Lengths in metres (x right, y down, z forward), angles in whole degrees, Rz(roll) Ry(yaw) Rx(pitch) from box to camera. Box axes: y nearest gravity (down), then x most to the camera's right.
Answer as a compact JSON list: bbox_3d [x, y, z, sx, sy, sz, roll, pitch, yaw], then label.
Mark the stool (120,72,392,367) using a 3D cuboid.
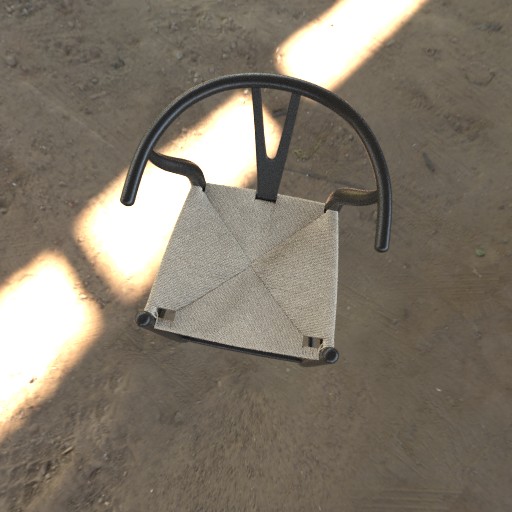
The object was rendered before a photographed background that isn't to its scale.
[{"bbox_3d":[0.000,0.000,1.346,0.569,0.970,0.579,11,76,3],"label":"stool"}]
